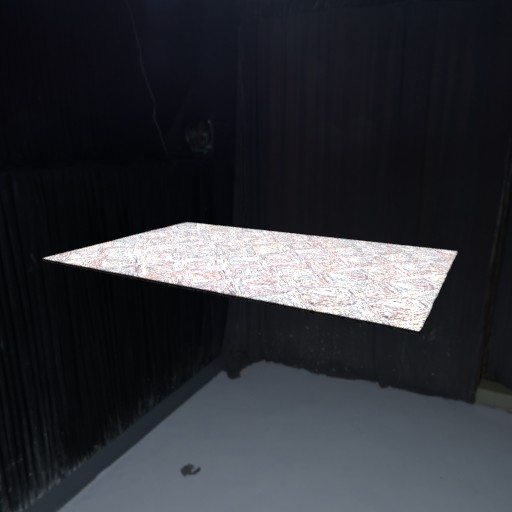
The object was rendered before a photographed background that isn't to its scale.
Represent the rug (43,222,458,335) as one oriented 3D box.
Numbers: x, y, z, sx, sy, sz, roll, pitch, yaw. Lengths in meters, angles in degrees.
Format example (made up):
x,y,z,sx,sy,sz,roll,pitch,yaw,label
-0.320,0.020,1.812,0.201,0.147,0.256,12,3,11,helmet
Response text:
x,y,z,sx,sy,sz,roll,pitch,yaw,label
0.000,0.000,2.221,1.761,0.014,1.143,8,17,28,rug
